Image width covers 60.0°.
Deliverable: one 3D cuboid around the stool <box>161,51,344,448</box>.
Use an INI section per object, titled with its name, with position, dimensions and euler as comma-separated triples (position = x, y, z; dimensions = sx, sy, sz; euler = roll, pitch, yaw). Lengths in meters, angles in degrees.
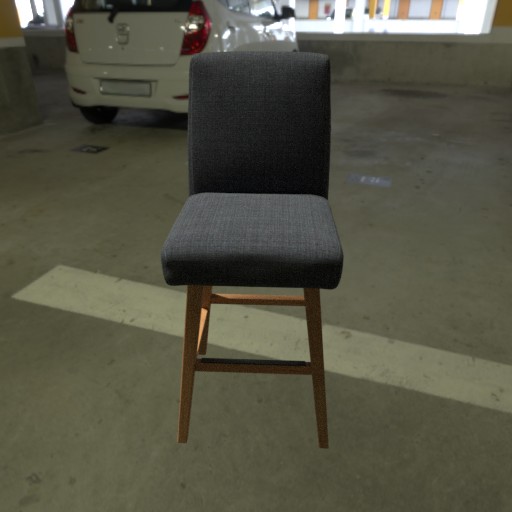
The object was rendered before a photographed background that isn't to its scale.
[stool]
position = 0.000, 0.000, 1.361
dimensions = 0.483, 1.112, 0.570
euler = 1, 29, 2
